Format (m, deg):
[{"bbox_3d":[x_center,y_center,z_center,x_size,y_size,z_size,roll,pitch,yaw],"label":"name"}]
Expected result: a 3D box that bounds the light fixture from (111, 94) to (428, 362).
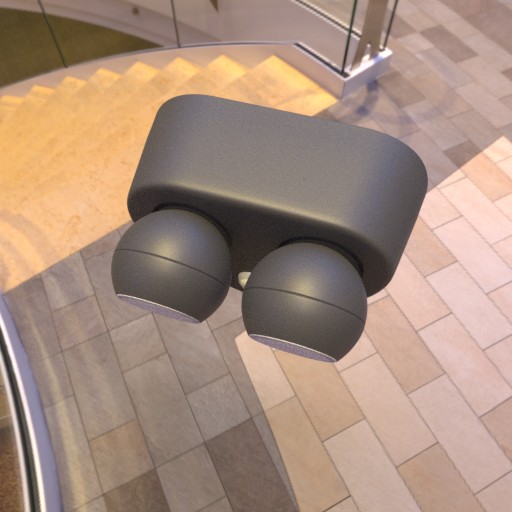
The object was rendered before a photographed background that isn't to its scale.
[{"bbox_3d":[0.000,0.000,0.347,0.229,0.159,0.159,15,59,9],"label":"light fixture"}]
